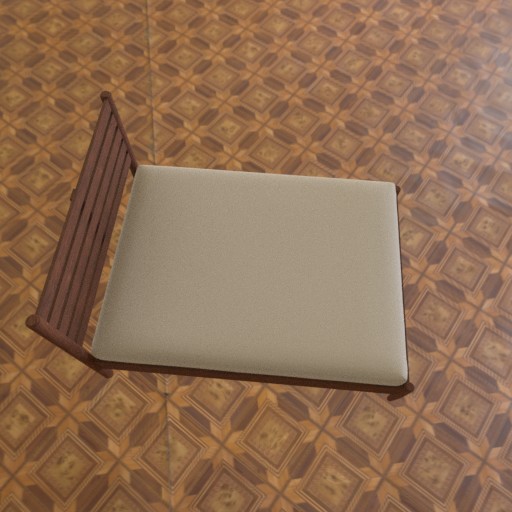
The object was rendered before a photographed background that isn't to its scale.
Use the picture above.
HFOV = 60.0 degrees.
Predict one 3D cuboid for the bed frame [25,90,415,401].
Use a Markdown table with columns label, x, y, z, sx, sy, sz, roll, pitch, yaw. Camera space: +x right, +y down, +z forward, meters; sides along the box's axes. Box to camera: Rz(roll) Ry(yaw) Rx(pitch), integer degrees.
| label | x | y | z | sx | sy | sz | roll | pitch | yaw |
| --- | --- | --- | --- | --- | --- | --- | --- | --- | --- |
| bed frame | 0.000 | 0.000 | 3.158 | 2.234 | 1.321 | 1.655 | 4 | 64 | 2 |
